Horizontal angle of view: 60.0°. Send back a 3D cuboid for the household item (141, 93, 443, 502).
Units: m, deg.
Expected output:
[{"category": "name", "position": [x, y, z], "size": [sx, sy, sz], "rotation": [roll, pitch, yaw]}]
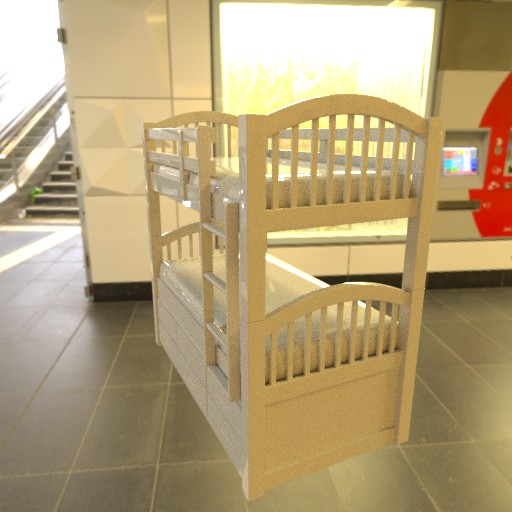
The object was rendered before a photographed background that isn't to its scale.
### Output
[{"category": "household item", "position": [0.000, 0.000, 3.147], "size": [1.143, 2.032, 2.032], "rotation": [-7, 17, -25]}]
